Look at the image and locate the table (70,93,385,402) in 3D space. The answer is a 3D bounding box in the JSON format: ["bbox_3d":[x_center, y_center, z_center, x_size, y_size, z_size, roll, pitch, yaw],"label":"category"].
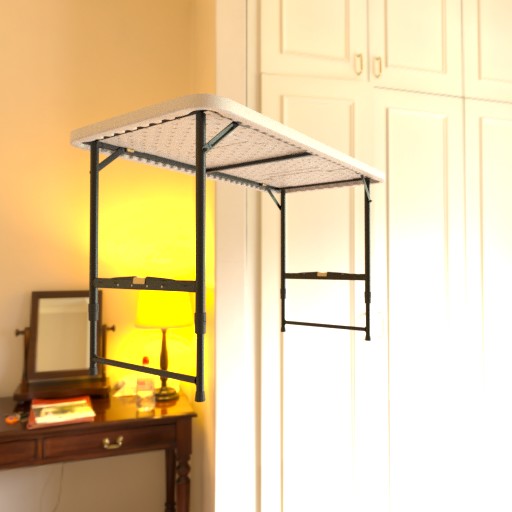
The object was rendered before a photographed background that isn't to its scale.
[{"bbox_3d":[0.000,0.000,1.665,0.610,0.737,1.219,-1,-1,36],"label":"table"}]
